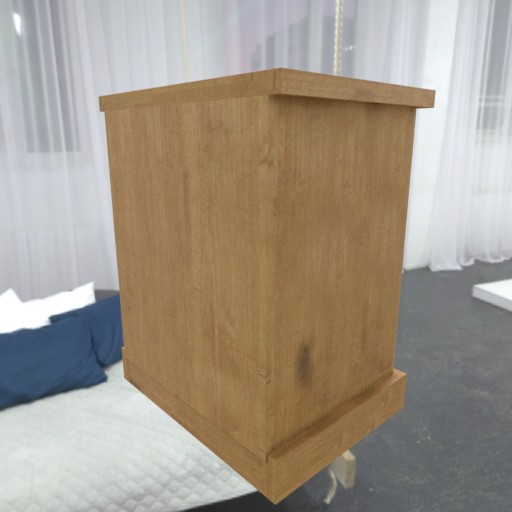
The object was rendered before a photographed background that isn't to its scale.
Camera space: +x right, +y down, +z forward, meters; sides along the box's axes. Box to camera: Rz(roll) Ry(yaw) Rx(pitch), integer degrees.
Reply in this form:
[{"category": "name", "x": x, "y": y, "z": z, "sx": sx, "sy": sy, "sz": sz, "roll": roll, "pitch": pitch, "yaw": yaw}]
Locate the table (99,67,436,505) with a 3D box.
[{"category": "table", "x": 0.000, "y": 0.000, "z": 1.176, "sx": 0.500, "sy": 0.813, "sz": 0.660, "roll": -13, "pitch": 20, "yaw": -41}]
